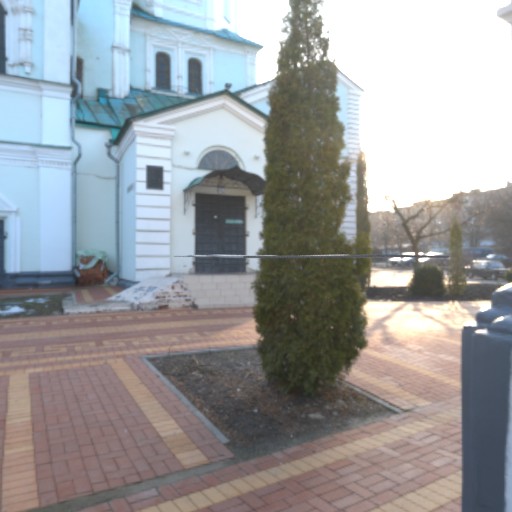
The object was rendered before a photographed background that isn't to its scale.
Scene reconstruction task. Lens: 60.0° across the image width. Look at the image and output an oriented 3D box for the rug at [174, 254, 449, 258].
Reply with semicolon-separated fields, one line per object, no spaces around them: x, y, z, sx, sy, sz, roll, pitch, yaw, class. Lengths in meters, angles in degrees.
0.000;0.000;2.665;0.762;0.013;2.439;0;0;-16;rug
